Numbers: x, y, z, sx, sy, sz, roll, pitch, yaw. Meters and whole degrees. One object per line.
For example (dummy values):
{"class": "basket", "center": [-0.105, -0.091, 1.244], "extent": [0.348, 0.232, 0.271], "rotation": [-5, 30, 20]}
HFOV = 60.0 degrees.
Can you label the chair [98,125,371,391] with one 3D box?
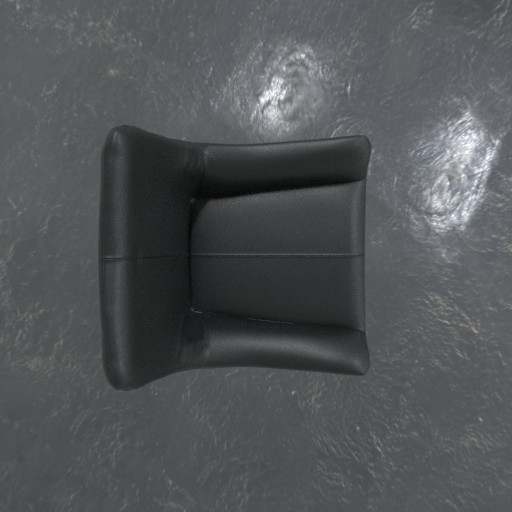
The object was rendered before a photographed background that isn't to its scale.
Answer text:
{"class": "chair", "center": [0.000, 0.000, 1.549], "extent": [0.826, 0.922, 0.836], "rotation": [0, 91, 0]}
